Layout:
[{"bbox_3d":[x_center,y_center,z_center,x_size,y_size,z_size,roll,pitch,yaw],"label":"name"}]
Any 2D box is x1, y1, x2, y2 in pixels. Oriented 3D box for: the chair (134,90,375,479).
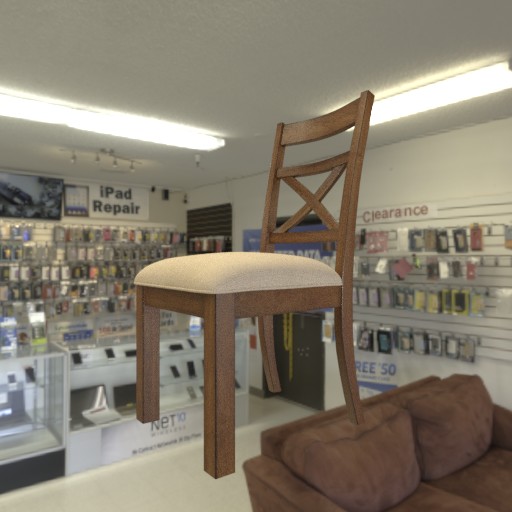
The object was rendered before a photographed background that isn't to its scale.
[{"bbox_3d":[0.000,0.000,1.280,0.581,0.949,0.461,0,0,-37],"label":"chair"}]
